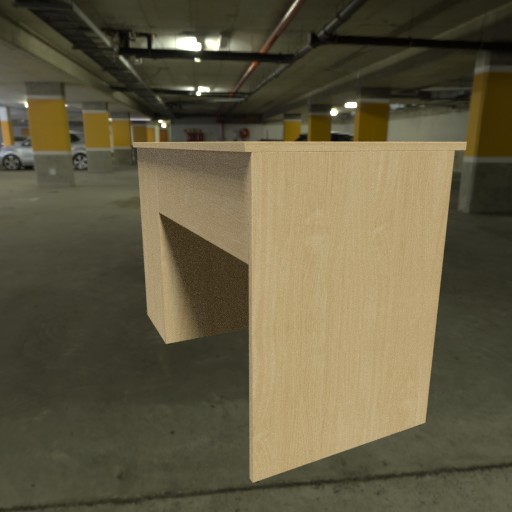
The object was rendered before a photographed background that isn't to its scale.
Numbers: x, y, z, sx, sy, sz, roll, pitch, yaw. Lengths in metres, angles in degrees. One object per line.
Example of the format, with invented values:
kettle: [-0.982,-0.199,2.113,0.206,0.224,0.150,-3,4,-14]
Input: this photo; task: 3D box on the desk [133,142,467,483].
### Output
desk: [0.000,0.000,1.479,0.560,0.735,1.097,-7,16,-24]
